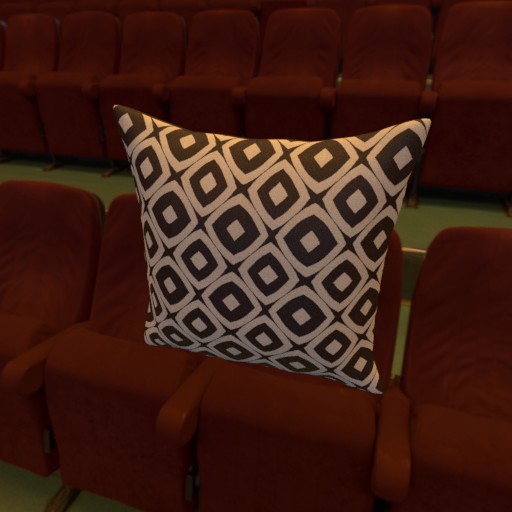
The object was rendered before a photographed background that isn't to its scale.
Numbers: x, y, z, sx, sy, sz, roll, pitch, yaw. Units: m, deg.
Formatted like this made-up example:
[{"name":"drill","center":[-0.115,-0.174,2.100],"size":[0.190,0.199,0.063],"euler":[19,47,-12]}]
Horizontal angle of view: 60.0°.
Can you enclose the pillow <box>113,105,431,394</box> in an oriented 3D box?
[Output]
[{"name":"pillow","center":[0.000,0.000,0.784],"size":[0.504,0.494,0.188],"euler":[8,27,16]}]
